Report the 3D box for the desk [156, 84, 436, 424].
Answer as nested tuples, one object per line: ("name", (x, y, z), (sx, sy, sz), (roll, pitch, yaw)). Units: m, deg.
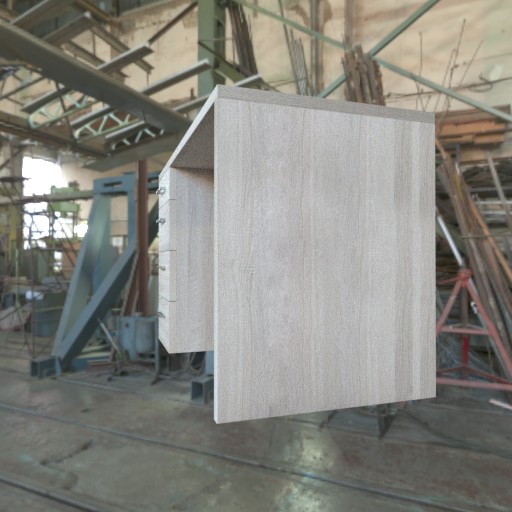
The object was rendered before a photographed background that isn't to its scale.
("desk", (0.000, 0.000, 1.562), (0.600, 0.731, 1.100), (0, -1, -19))
